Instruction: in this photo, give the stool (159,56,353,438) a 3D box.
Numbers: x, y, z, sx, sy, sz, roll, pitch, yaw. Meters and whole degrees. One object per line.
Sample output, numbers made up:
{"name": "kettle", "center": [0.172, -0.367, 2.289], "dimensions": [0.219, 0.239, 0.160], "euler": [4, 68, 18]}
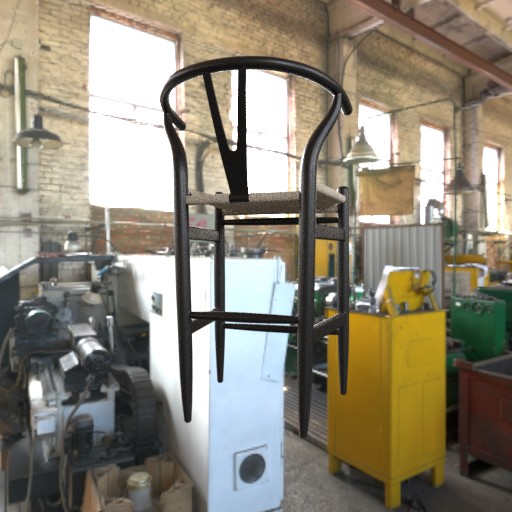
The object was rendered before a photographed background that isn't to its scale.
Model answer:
{"name": "stool", "center": [0.000, 0.000, 1.349], "dimensions": [0.569, 0.970, 0.579], "euler": [0, 1, 18]}
